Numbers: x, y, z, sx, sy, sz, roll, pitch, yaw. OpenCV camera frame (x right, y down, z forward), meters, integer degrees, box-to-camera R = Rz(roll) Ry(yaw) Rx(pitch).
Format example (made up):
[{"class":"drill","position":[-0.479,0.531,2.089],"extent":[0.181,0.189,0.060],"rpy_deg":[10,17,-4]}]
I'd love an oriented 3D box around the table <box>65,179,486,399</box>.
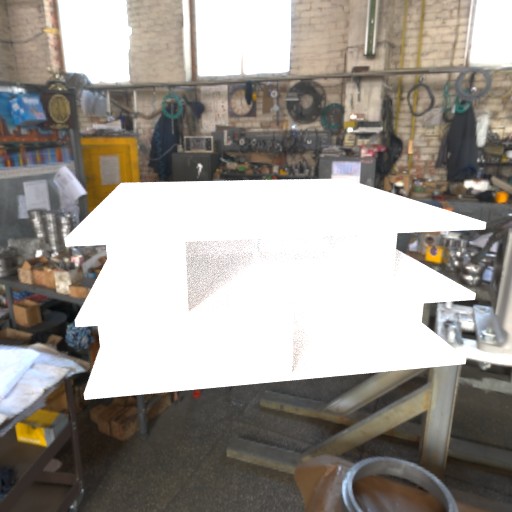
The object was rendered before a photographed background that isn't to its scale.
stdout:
[{"class":"table","position":[0.000,0.000,1.092],"extent":[0.700,0.289,0.700],"rpy_deg":[-3,16,-9]}]
